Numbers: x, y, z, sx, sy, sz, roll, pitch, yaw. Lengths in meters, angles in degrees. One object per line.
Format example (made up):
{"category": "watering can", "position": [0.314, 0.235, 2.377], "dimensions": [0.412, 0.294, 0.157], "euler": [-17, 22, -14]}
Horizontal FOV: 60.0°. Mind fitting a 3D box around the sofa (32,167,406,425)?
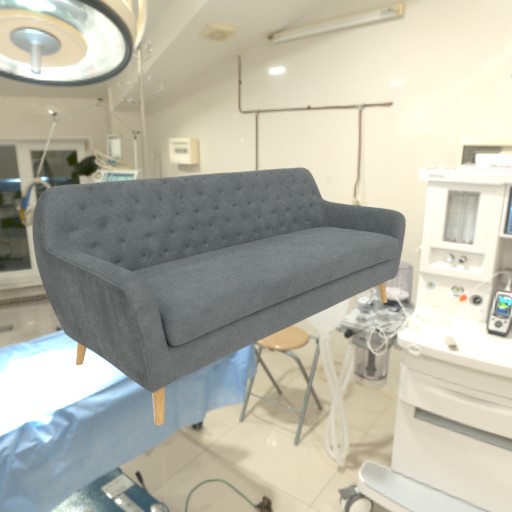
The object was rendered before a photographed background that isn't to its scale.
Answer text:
{"category": "sofa", "position": [0.000, 0.000, 2.376], "dimensions": [0.841, 0.832, 1.975], "euler": [14, 20, 42]}
